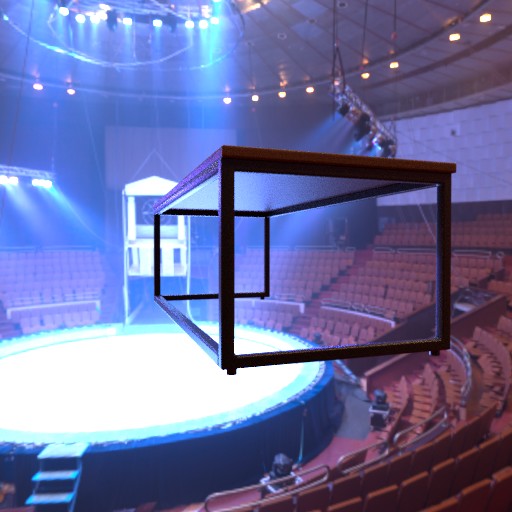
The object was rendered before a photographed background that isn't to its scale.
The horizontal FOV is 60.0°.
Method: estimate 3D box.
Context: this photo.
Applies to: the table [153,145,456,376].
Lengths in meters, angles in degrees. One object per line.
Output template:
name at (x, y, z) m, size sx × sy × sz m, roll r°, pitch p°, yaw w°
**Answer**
table at (0.000, 0.000, 1.358) m, size 0.500 × 0.400 × 1.100 m, roll 0°, pitch 1°, yaw -19°
